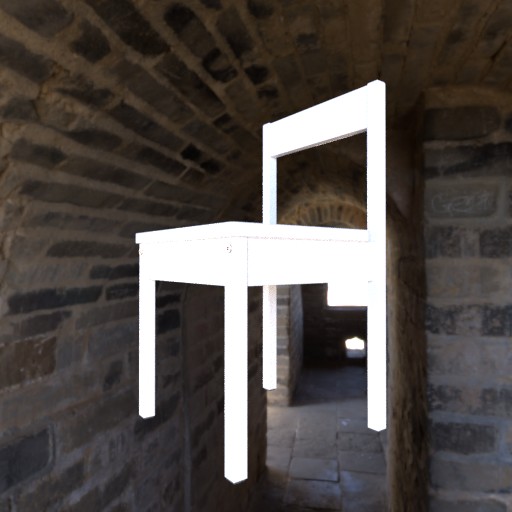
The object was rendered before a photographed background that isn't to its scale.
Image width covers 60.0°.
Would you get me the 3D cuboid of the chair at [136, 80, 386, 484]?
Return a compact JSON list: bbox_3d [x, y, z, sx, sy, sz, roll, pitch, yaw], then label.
[{"bbox_3d":[0.000,0.000,0.886,0.361,0.668,0.367,0,-1,-37],"label":"chair"}]
